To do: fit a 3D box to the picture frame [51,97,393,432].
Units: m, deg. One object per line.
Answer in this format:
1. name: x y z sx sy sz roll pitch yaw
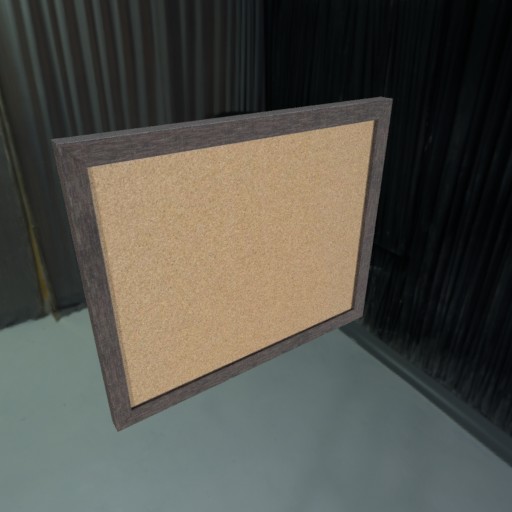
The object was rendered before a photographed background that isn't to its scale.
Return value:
1. picture frame: 0.000 0.000 0.737 0.546 0.455 0.026 -18 33 -30
